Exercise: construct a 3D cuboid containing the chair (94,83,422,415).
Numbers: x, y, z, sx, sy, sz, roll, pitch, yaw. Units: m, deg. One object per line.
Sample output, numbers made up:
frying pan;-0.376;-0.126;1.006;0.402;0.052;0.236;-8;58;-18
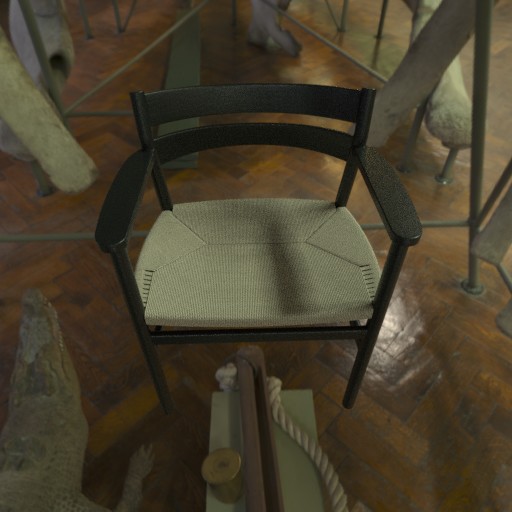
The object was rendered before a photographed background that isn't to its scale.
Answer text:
chair;0.000;0.000;1.180;0.630;0.775;0.508;-1;45;-1
